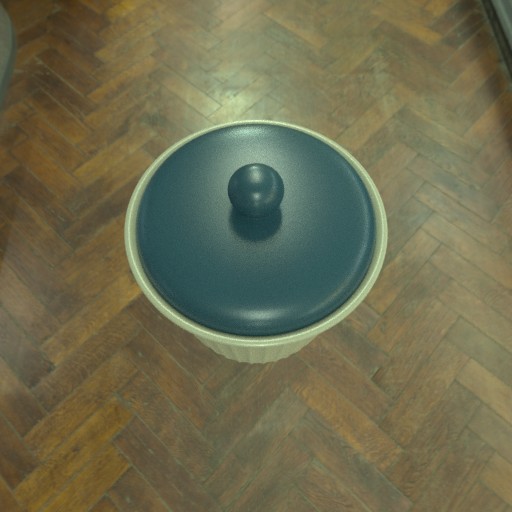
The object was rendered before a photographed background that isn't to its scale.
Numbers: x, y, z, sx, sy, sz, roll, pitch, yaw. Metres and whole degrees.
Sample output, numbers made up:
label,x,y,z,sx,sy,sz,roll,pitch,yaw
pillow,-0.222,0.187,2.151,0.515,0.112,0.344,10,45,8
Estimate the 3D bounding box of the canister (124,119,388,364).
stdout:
label,x,y,z,sx,sy,sz,roll,pitch,yaw
canister,0.000,0.000,0.359,0.181,0.211,0.181,0,63,0
